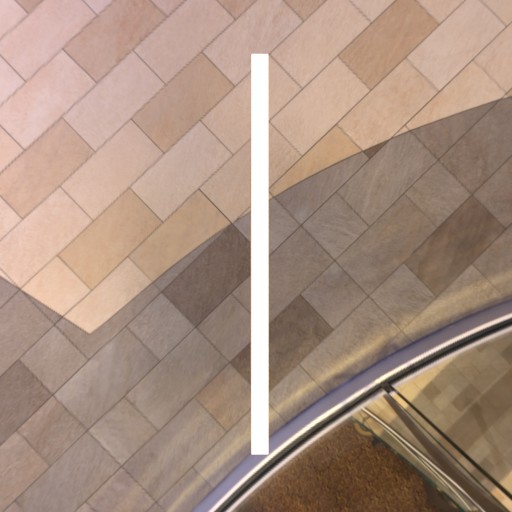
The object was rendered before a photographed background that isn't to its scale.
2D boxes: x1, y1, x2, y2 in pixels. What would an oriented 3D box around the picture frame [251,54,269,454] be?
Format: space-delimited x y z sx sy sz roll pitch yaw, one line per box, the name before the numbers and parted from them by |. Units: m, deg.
picture frame | 0.000 0.000 0.554 0.013 0.434 0.305 0 89 -1
